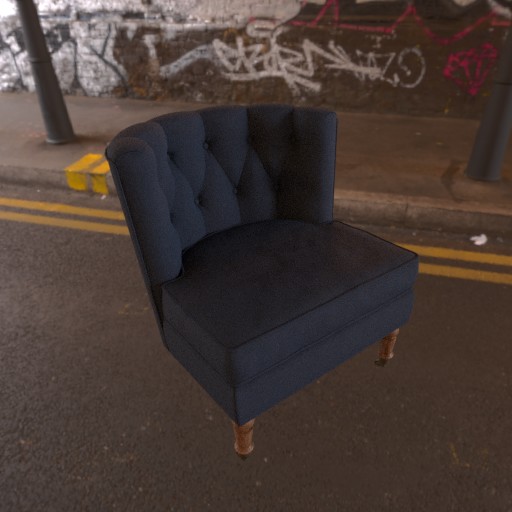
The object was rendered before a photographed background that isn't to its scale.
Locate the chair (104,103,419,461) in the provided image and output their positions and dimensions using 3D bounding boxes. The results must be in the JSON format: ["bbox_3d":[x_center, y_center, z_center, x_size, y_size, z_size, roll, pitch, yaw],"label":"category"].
[{"bbox_3d":[0.000,0.000,1.351,0.740,0.771,0.718,-21,36,-31],"label":"chair"}]
